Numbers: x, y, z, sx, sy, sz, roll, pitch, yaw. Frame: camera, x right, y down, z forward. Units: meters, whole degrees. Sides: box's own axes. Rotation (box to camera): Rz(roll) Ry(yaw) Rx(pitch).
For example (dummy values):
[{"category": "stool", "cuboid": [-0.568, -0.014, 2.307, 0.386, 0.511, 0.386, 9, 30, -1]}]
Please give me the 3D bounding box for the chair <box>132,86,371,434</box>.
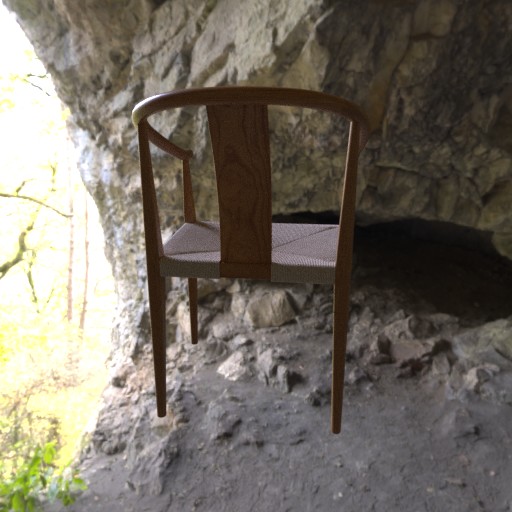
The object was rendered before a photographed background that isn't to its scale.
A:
[{"category": "chair", "cuboid": [0.000, 0.000, 1.189, 0.556, 0.800, 0.579, 2, 15, 8]}]
